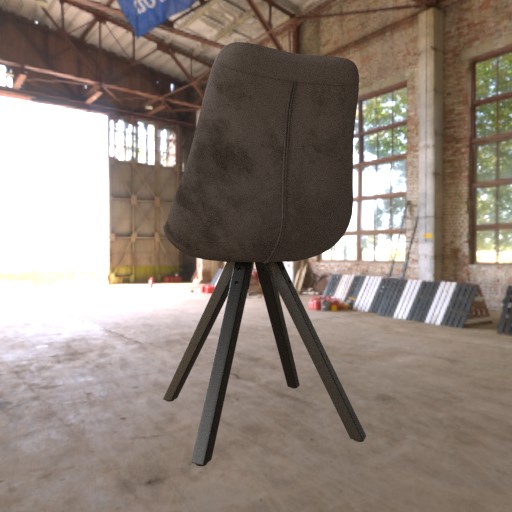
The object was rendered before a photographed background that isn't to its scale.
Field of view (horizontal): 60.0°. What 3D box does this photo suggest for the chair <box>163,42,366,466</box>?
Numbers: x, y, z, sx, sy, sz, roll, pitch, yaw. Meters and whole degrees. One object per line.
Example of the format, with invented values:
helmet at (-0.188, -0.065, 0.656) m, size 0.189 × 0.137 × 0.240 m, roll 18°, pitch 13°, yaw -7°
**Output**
chair at (0.000, 0.000, 1.158) m, size 0.476 × 0.850 × 0.550 m, roll 0°, pitch 1°, yaw -18°
